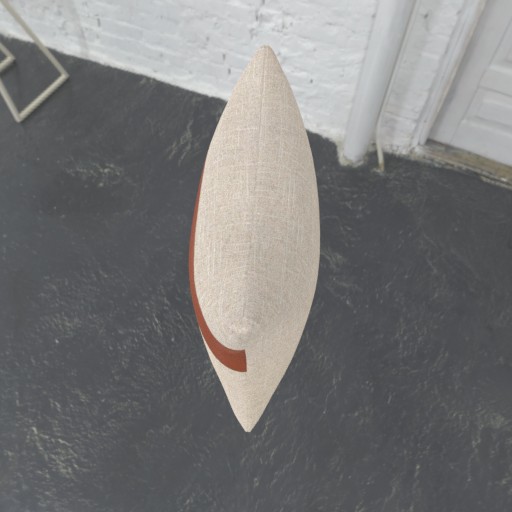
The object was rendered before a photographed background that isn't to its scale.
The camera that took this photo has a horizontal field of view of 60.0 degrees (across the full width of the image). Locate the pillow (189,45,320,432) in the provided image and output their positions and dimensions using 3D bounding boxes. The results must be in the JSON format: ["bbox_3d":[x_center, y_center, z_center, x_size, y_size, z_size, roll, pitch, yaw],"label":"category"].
[{"bbox_3d":[0.000,0.000,0.638,0.173,0.399,0.414,3,57,2],"label":"pillow"}]
